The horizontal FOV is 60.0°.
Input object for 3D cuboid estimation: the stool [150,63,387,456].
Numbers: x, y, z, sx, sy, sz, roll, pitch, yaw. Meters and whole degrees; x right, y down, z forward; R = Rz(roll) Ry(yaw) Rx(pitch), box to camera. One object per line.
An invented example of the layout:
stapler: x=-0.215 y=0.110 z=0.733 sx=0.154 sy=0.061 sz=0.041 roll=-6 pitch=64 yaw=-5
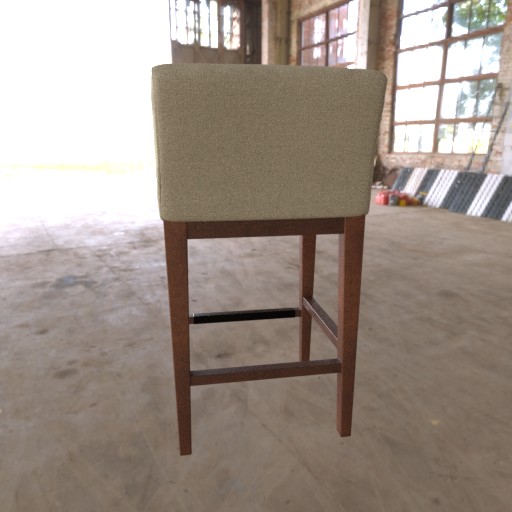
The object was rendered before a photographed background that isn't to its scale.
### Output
stool: x=0.000 y=0.000 z=1.244 sx=0.511 sy=0.937 sz=0.500 roll=-2 pitch=15 yaw=-10
